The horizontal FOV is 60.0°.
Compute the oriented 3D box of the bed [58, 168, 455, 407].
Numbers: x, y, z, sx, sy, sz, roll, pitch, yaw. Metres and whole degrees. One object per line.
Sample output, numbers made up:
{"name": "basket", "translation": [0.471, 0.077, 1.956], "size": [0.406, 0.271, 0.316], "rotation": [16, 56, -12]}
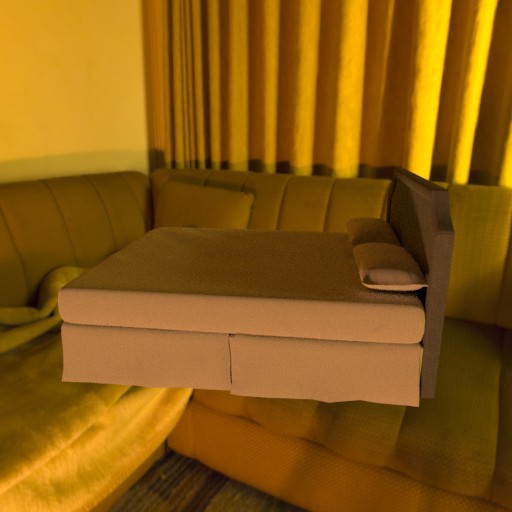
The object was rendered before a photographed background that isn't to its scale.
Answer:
{"name": "bed", "translation": [0.000, 0.000, 3.578], "size": [2.464, 1.306, 1.977], "rotation": [2, 16, 7]}
